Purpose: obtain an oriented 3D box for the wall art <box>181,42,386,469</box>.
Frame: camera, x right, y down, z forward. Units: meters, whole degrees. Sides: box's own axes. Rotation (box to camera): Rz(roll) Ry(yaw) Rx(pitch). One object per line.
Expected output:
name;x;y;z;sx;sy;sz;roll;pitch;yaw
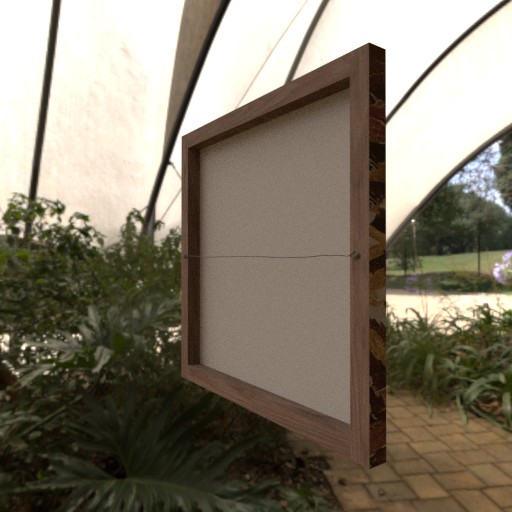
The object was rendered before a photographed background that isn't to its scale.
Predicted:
wall art;0.000;0.000;0.894;0.041;0.613;0.609;0;0;-35
